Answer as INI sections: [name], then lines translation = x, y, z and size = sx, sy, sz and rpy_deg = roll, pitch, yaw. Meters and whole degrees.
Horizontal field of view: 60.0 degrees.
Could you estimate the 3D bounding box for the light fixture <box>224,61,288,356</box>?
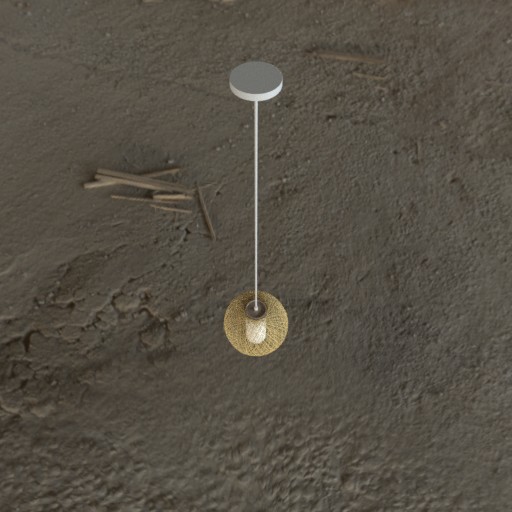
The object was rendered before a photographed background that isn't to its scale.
[light fixture]
translation = 0.000, 0.000, 2.141
size = 0.407, 1.955, 0.406
rpy_deg = 16, 58, 10
